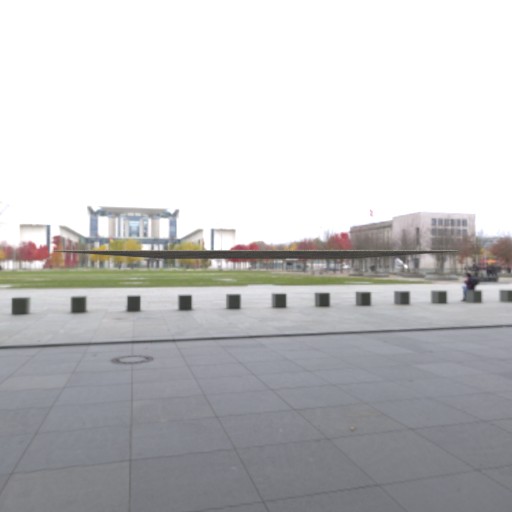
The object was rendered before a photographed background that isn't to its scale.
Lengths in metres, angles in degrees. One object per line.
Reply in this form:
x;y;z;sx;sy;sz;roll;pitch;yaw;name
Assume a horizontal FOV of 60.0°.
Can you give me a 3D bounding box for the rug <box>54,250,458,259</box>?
0.000;0.000;4.062;2.380;0.008;2.977;0;-1;0;rug
